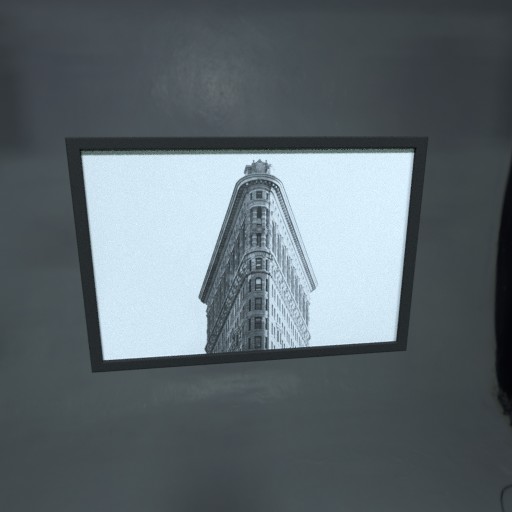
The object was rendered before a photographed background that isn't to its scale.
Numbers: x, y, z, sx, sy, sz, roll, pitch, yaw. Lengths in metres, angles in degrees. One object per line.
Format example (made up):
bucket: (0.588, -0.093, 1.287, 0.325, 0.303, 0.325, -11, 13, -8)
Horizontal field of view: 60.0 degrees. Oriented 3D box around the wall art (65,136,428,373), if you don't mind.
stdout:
wall art: (0.000, 0.000, 1.268, 0.964, 0.659, 0.049, -2, 16, -6)
